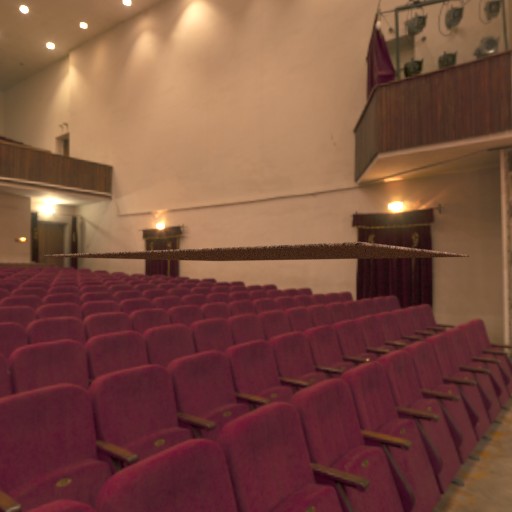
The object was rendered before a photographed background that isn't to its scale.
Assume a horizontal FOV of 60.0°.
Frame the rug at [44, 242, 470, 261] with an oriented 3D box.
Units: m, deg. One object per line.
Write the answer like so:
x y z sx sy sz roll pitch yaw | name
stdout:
0.000 0.000 4.167 3.204 0.017 2.448 -1 -2 37 | rug
